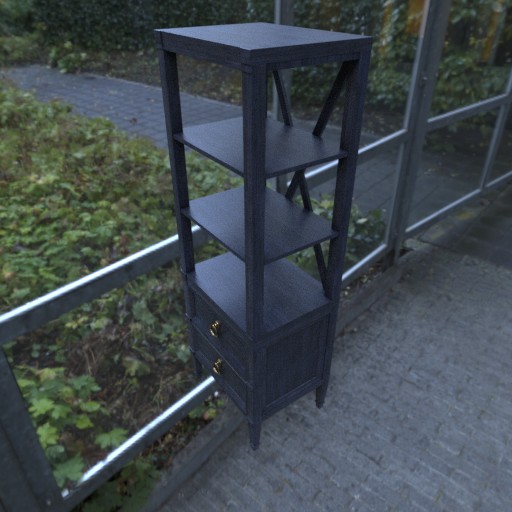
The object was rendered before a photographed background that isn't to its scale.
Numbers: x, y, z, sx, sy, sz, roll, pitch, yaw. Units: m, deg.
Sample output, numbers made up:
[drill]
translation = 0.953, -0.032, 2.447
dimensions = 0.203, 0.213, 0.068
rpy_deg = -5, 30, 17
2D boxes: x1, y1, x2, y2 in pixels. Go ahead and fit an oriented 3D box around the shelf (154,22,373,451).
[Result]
[shelf]
translation = 0.000, 0.000, 1.913
dimensions = 0.472, 1.727, 0.584
rpy_deg = -21, 38, -29
